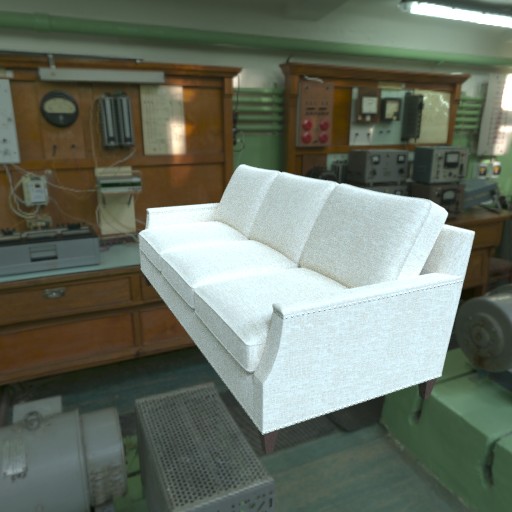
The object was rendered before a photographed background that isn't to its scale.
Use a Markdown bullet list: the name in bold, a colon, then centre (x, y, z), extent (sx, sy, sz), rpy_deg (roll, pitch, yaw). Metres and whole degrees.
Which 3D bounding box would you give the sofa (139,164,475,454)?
- **sofa**: centre (0.000, 0.000, 2.743), extent (1.041, 0.940, 2.210), rpy_deg (-8, 18, -25)
